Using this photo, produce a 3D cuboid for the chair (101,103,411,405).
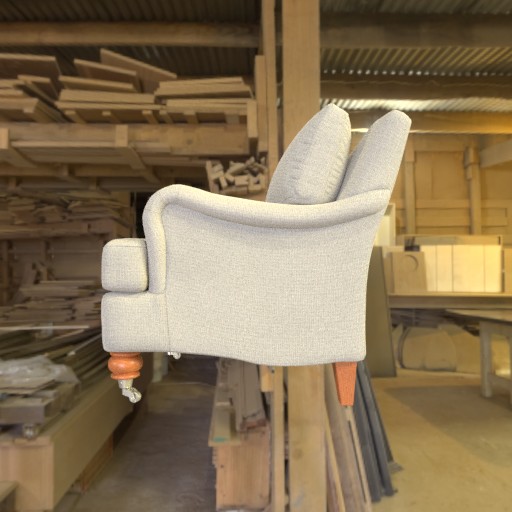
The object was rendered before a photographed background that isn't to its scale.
[{"bbox_3d":[0.000,0.000,1.915,1.070,1.038,0.955,0,-2,1],"label":"chair"}]
